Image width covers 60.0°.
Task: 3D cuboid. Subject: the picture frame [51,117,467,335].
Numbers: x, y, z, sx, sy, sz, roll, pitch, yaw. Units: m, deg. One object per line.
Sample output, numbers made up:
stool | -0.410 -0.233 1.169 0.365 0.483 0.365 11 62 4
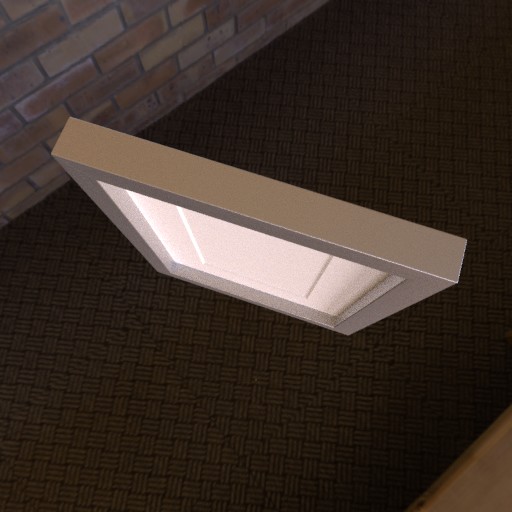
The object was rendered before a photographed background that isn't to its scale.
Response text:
picture frame | 0.000 0.000 0.380 0.233 0.282 0.036 18 75 5
